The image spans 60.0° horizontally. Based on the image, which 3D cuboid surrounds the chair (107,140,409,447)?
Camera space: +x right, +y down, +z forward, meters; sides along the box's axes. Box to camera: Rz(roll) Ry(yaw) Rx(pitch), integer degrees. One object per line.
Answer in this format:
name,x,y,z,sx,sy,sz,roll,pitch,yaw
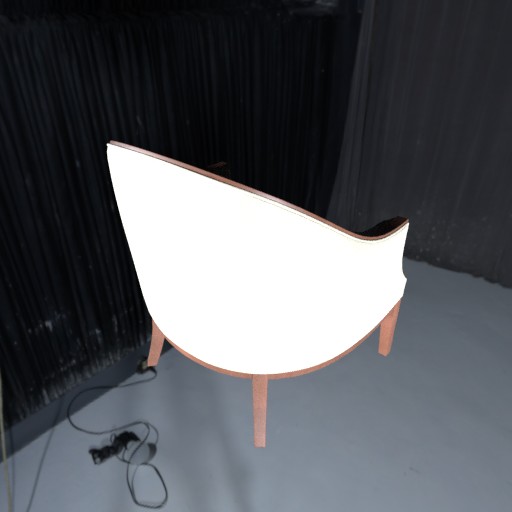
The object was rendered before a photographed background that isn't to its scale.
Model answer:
chair,0.000,0.000,1.458,0.803,0.876,0.735,24,39,33
